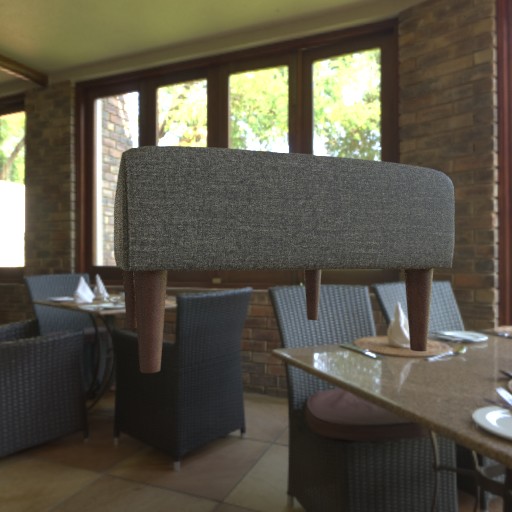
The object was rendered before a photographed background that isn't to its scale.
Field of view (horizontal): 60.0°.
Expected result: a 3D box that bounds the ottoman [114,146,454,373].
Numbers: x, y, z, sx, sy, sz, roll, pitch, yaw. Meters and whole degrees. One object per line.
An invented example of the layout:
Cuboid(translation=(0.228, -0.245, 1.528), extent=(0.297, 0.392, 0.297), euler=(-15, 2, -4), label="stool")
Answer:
Cuboid(translation=(0.000, 0.000, 1.085), extent=(0.655, 0.399, 0.648), euler=(0, -1, -19), label="ottoman")
